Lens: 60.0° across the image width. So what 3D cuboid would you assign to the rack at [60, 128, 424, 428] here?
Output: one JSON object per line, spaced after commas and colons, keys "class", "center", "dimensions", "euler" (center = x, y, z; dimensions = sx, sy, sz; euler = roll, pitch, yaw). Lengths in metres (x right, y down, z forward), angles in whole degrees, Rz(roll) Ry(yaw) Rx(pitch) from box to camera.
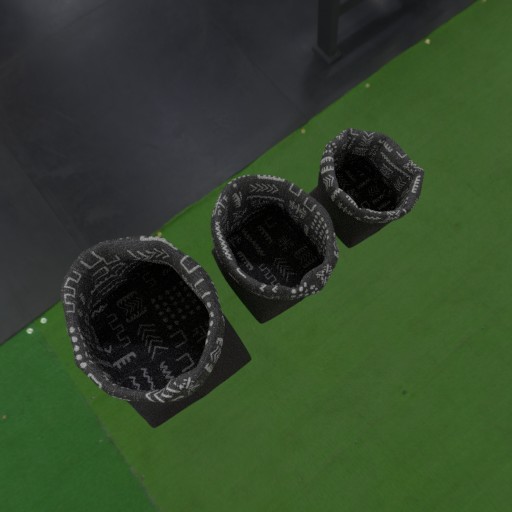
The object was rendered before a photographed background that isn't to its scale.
{"class": "rack", "center": [0.000, 0.000, 1.067], "dimensions": [0.905, 0.323, 0.379], "euler": [-35, 77, -9]}
